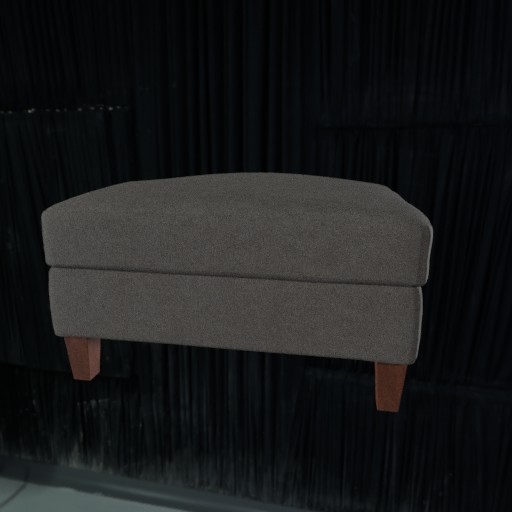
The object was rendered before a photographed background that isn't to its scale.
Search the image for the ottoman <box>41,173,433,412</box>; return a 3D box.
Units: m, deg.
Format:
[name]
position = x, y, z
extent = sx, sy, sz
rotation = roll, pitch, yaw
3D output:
[ottoman]
position = 0.000, 0.000, 1.368
extent = 0.861, 0.482, 0.881
rotation = 3, 14, 10
